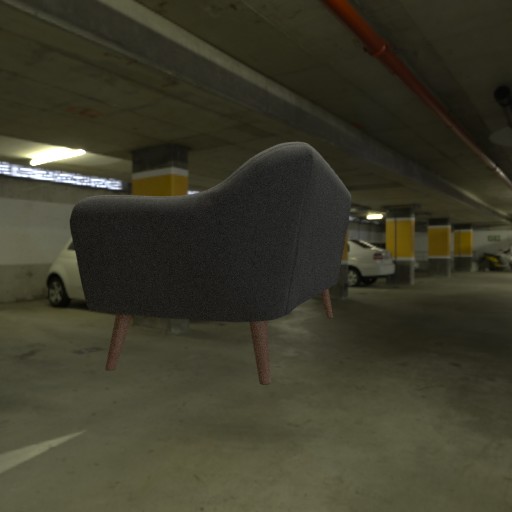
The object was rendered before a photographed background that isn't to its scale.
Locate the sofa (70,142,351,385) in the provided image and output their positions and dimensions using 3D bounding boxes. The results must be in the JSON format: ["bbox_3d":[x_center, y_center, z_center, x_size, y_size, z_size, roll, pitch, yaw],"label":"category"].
[{"bbox_3d":[0.000,0.000,2.245,0.820,0.820,1.840,0,1,18],"label":"sofa"}]
